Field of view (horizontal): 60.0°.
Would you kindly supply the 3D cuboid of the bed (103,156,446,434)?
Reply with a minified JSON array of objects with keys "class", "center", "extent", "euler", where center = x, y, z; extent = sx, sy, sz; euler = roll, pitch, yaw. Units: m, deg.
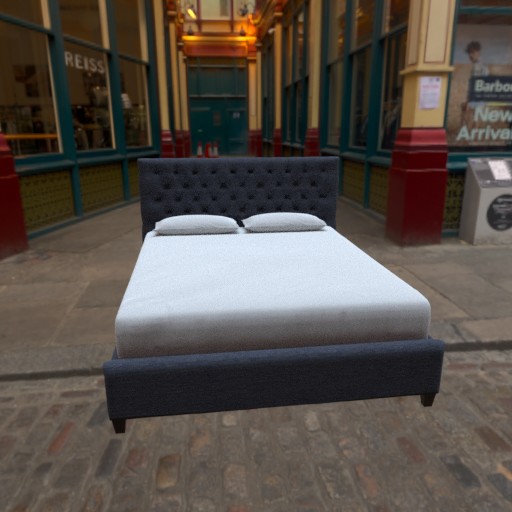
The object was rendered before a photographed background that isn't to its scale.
[{"class":"bed","center":[0.000,0.000,3.643],"extent":[2.078,1.427,2.387],"euler":[-2,17,-7]}]
